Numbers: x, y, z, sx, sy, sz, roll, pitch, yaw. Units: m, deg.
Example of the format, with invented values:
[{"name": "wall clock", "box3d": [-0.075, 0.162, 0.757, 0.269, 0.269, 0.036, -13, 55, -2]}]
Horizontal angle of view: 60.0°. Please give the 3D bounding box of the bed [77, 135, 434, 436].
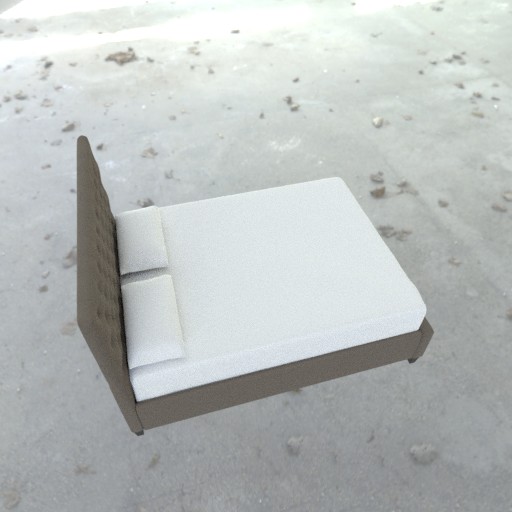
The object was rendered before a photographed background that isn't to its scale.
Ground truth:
[{"name": "bed", "box3d": [0.000, 0.000, 3.339, 2.233, 1.426, 1.696, -11, 48, -10]}]
